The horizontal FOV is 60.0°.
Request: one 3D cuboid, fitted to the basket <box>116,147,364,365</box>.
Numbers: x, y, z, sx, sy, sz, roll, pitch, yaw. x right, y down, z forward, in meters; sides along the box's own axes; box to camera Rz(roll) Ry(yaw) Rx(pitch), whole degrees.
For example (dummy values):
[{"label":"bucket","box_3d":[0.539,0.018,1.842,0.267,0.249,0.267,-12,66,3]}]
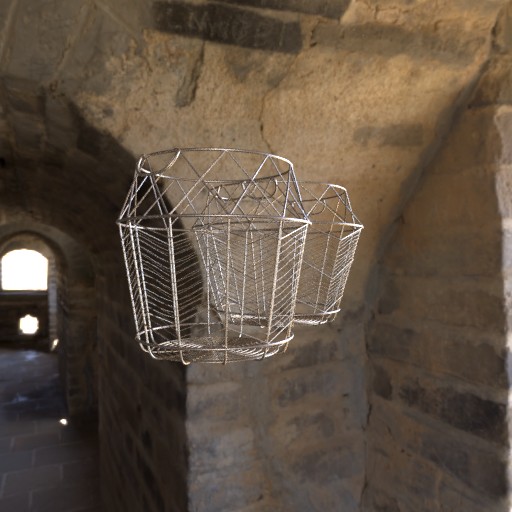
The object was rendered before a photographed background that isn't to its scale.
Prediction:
[{"label":"basket","box_3d":[0.000,0.000,1.016,0.451,0.343,0.805,0,-1,18]}]
